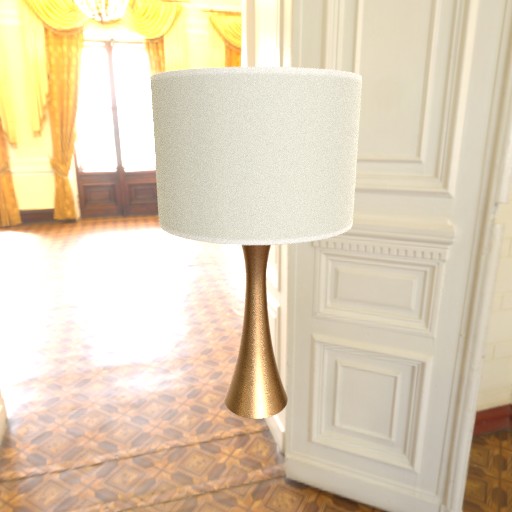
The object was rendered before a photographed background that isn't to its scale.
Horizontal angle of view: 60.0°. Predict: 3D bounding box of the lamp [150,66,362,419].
[{"bbox_3d":[0.000,0.000,0.643,0.268,0.479,0.268,9,19,27],"label":"lamp"}]
